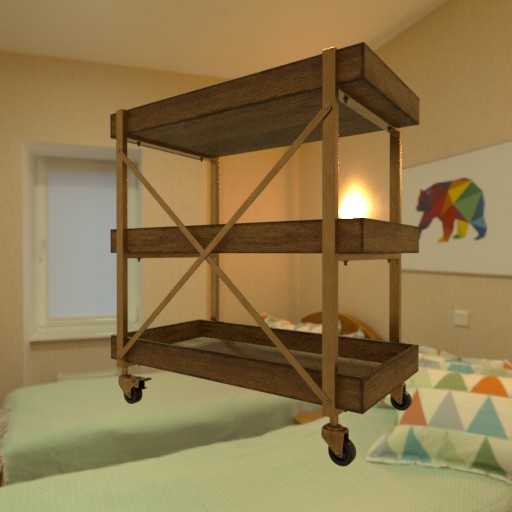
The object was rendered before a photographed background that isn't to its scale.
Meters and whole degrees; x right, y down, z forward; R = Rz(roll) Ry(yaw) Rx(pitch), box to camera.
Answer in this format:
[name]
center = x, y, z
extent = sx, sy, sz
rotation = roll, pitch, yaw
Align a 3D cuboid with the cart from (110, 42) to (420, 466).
[cart]
center = 0.000, 0.000, 1.189
extent = 0.750, 0.799, 0.416
rotation = 0, 1, 35
